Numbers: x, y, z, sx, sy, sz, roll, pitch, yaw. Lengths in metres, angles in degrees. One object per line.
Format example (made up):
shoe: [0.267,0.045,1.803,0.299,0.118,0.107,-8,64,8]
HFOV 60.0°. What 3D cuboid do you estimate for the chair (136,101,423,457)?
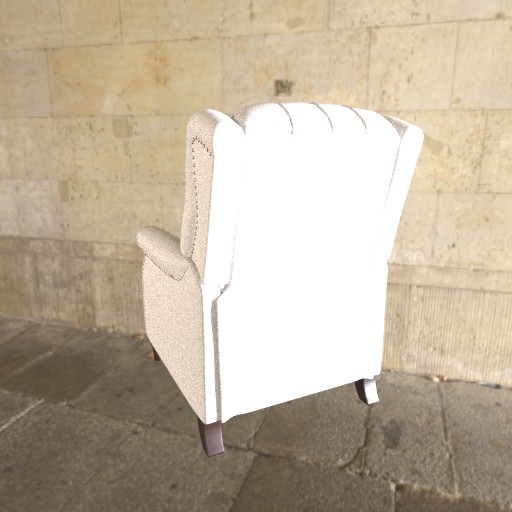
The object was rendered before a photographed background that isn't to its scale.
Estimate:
chair: [0.000,0.000,1.649,0.742,1.035,0.902,-7,16,-26]
